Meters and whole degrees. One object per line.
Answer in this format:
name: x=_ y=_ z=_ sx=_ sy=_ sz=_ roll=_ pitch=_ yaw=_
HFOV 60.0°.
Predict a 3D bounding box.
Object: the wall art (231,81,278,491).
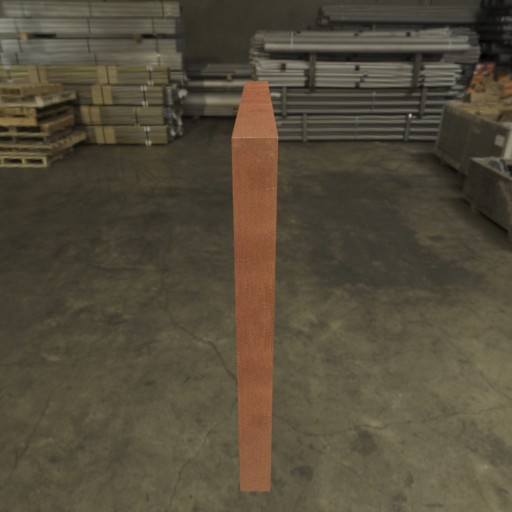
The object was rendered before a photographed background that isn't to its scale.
wall art: x=0.000 y=0.000 z=0.598 sx=0.035 sy=0.403 sz=0.403 roll=0 pitch=27 yaw=0
